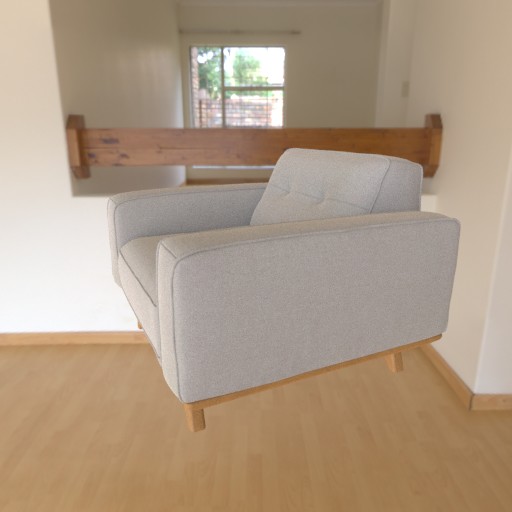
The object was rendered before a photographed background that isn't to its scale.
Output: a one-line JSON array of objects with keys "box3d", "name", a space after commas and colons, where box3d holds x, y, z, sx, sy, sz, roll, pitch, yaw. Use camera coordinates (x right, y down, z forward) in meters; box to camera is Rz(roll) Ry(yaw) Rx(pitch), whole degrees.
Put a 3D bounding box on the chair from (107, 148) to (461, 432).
[{"box3d": [0.000, 0.000, 1.711, 0.953, 0.779, 1.115, -8, 18, -24], "name": "chair"}]
